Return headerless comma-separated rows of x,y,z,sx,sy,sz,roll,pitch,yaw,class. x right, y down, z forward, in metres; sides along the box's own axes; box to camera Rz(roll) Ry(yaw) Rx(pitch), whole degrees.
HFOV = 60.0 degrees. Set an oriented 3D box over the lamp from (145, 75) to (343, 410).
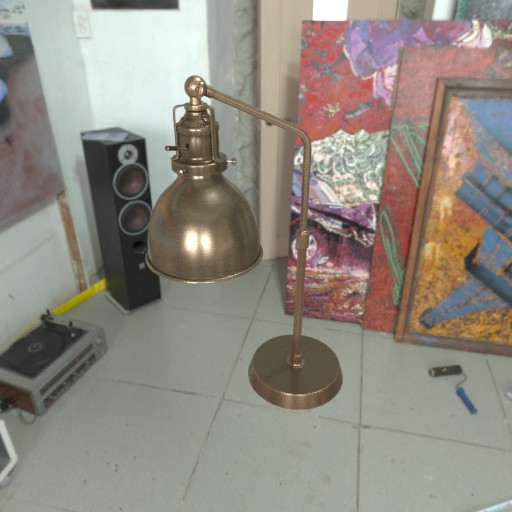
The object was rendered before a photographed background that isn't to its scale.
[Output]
0.000,0.000,0.594,0.286,0.456,0.153,-8,30,-14,lamp
